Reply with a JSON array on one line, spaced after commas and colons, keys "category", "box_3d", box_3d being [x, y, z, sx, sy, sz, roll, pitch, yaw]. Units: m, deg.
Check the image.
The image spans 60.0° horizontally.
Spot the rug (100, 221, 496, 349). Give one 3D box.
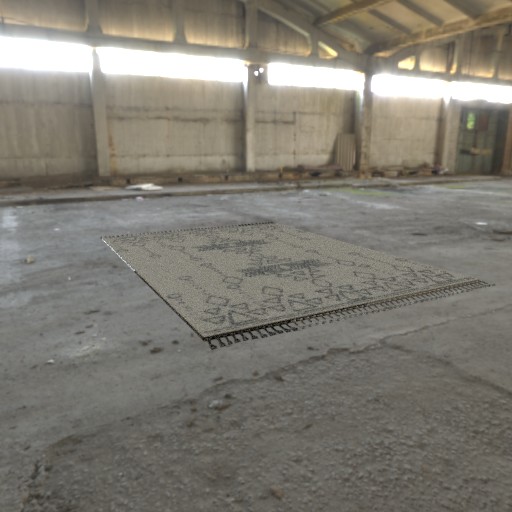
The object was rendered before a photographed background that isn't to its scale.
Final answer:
[{"category": "rug", "box_3d": [0.000, 0.000, 2.923, 1.600, 0.013, 2.312, -7, 15, -27]}]
